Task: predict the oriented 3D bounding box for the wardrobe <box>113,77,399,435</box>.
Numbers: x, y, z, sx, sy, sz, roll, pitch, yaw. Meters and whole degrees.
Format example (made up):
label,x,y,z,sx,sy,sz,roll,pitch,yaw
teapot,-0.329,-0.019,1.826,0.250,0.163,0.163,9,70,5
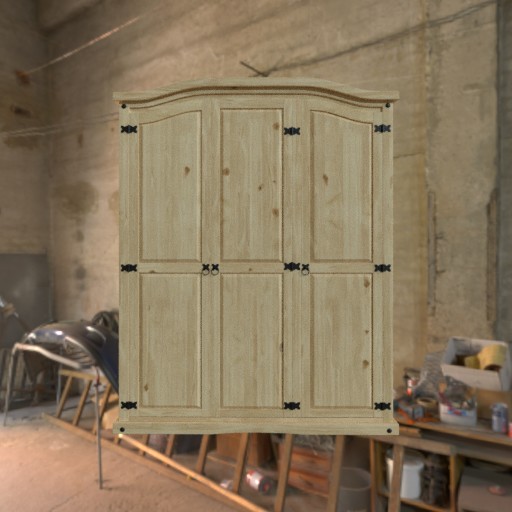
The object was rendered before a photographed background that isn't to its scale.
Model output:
label,x,y,z,sx,sy,sz,roll,pitch,yaw
wardrobe,0.000,0.000,2.600,1.500,1.870,0.570,0,0,1
